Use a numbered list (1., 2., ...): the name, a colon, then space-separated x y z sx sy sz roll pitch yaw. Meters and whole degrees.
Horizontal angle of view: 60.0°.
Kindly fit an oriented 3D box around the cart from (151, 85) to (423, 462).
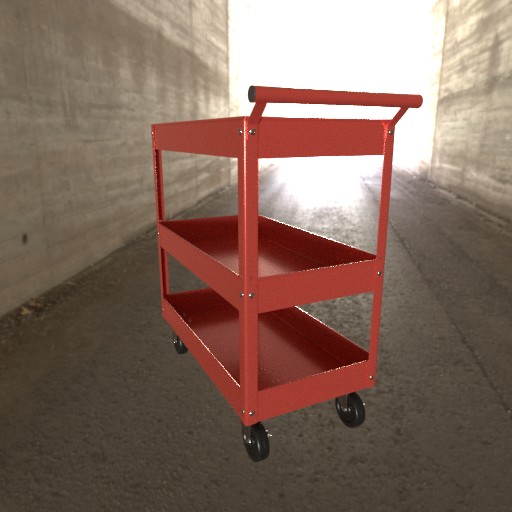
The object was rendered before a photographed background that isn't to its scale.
1. cart: 0.000 0.000 1.189 0.366 0.780 0.719 -8 17 -26
